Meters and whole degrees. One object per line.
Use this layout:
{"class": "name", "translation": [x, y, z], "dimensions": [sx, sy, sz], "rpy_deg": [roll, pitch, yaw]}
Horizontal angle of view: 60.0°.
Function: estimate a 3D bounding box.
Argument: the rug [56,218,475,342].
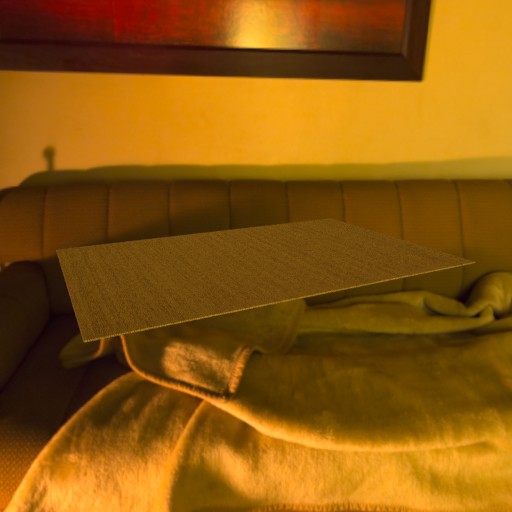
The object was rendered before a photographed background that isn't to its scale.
{"class": "rug", "translation": [0.000, 0.000, 2.207], "dimensions": [1.752, 0.006, 1.142], "rpy_deg": [-8, 18, -26]}
